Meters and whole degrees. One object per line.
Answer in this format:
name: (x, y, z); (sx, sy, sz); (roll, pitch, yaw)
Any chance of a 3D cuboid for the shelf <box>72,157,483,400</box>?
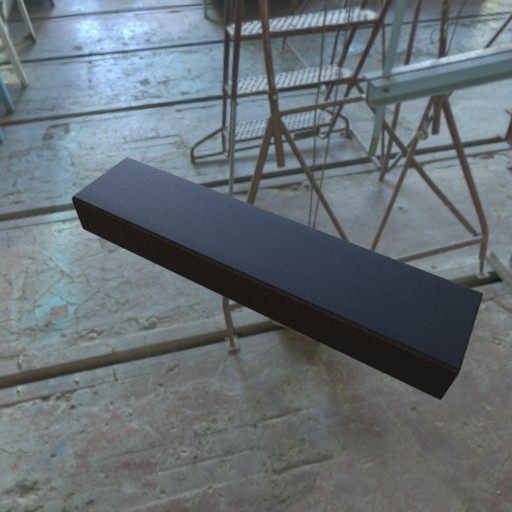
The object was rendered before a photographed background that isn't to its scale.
shelf: (0.000, 0.000, 0.499); (0.456, 0.053, 0.102); (23, 51, 20)
